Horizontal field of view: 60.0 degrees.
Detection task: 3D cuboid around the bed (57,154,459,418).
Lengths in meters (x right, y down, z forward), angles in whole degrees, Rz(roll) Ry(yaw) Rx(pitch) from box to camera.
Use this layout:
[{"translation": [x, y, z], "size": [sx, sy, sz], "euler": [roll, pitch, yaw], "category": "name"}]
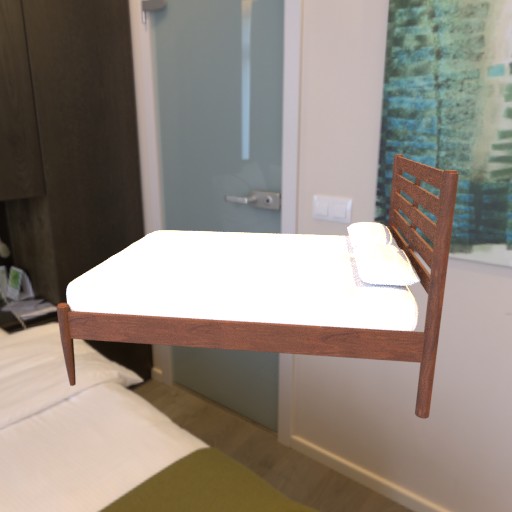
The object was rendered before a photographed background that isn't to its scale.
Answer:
[{"translation": [0.000, 0.000, 3.047], "size": [2.093, 1.304, 1.509], "euler": [2, 16, 8], "category": "bed"}]
